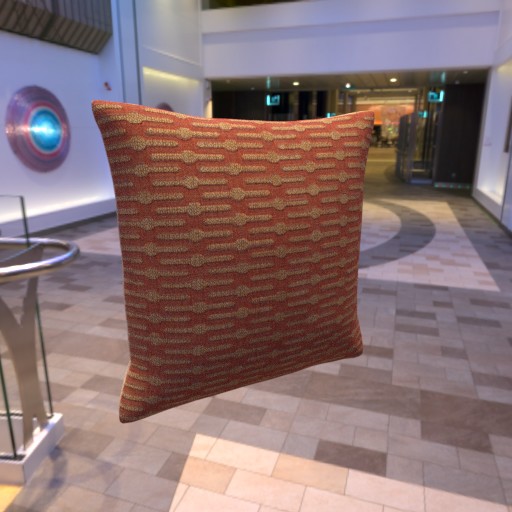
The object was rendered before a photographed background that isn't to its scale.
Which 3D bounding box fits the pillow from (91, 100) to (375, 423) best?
[{"bbox_3d":[0.000,0.000,0.780,0.511,0.503,0.182,-8,17,-27],"label":"pillow"}]
